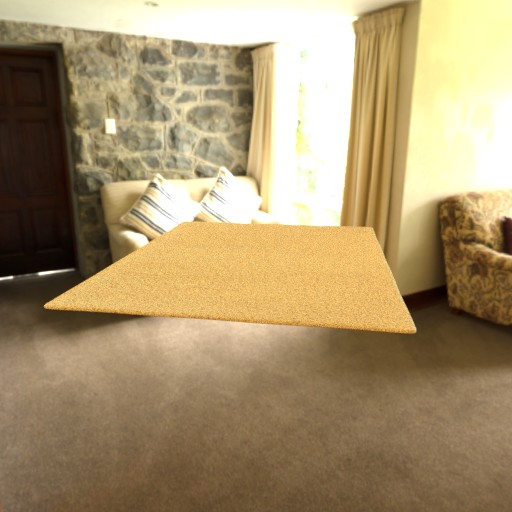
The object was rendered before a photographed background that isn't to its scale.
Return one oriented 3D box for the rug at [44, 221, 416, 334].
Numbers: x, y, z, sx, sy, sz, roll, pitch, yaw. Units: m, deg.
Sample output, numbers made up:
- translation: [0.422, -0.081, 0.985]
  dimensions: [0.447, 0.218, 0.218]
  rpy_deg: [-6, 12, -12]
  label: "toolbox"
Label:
- translation: [0.000, 0.000, 4.259]
  dimensions: [2.438, 0.029, 3.047]
  rpy_deg: [3, 16, 9]
  label: "rug"
